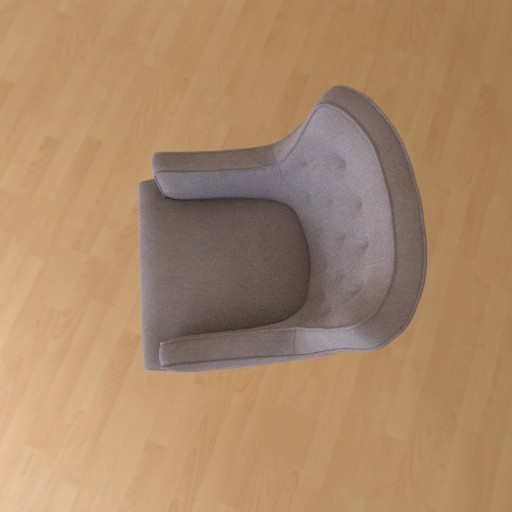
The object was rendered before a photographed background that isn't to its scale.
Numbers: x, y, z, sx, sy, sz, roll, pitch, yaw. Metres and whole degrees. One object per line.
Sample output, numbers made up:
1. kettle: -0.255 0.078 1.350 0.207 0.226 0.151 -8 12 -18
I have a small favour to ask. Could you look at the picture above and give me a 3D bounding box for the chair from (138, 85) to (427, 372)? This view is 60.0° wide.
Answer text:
1. chair: 0.000 0.000 1.624 0.910 0.919 0.781 -5 76 -1
